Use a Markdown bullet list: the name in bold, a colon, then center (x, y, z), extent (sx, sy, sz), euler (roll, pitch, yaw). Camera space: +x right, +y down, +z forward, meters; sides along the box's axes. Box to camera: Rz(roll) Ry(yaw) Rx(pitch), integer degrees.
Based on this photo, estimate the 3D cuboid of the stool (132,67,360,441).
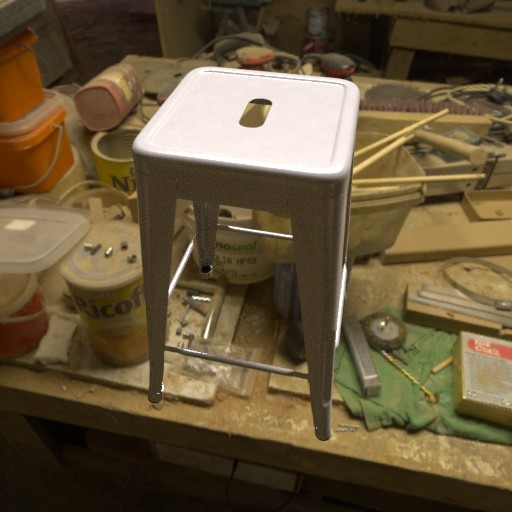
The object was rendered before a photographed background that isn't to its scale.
- **stool**: center (0.000, 0.000, 0.870), extent (0.406, 0.610, 0.406), euler (9, 46, 9)
